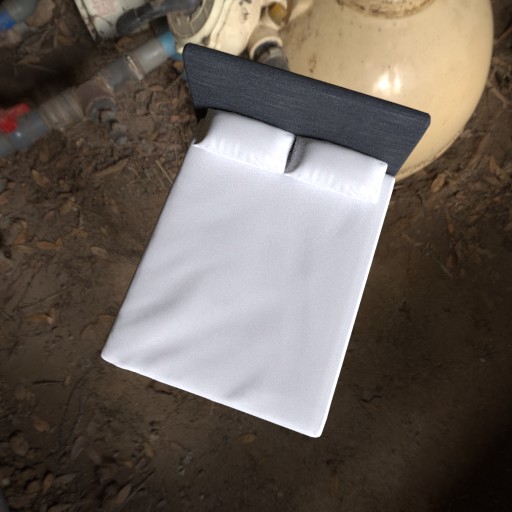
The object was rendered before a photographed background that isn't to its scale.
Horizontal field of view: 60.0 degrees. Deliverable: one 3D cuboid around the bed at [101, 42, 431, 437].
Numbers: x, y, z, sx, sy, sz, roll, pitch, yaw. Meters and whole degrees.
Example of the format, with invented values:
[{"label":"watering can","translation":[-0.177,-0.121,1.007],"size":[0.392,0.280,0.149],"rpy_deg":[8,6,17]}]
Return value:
[{"label":"bed","translation":[0.000,0.000,3.173],"size":[1.723,1.330,2.142],"rpy_deg":[19,76,5]}]
